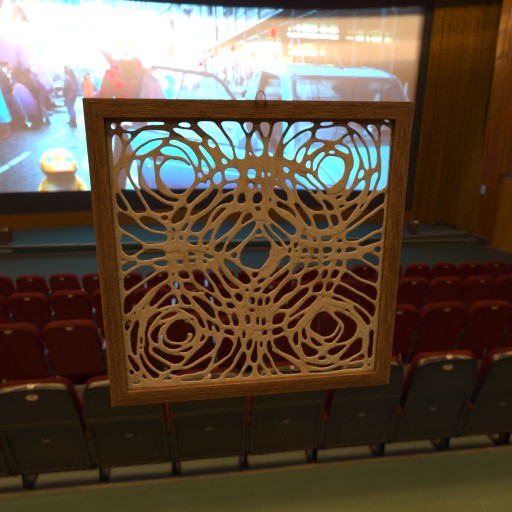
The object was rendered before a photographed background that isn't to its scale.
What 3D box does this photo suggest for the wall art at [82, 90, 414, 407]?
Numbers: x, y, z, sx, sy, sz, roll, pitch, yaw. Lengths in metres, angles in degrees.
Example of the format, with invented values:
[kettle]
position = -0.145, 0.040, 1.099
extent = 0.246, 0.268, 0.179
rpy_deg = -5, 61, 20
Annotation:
[wall art]
position = 0.000, 0.000, 0.820
extent = 0.561, 0.576, 0.021
rpy_deg = -2, 15, -8
